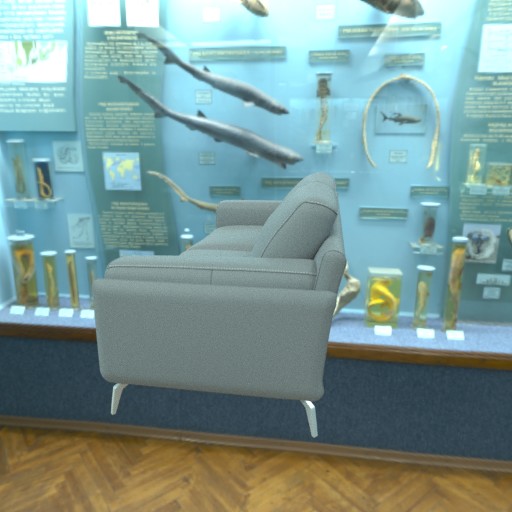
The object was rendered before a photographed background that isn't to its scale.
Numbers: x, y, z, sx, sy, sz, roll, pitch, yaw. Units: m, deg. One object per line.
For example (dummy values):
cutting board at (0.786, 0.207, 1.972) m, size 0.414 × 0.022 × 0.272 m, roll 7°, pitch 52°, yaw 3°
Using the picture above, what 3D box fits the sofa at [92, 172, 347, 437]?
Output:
sofa at (0.000, 0.000, 2.642) m, size 0.969 × 0.900 × 2.100 m, roll 2°, pitch 15°, yaw 9°
